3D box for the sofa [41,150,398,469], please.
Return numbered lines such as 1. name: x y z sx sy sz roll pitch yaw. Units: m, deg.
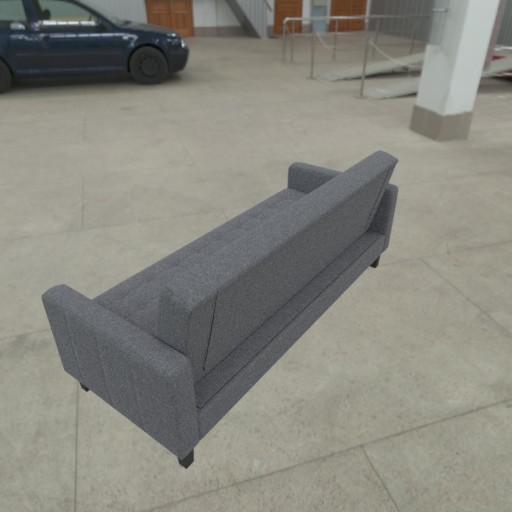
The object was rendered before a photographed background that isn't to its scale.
1. sofa: 0.000 0.000 2.443 0.810 0.850 2.040 21 38 31
